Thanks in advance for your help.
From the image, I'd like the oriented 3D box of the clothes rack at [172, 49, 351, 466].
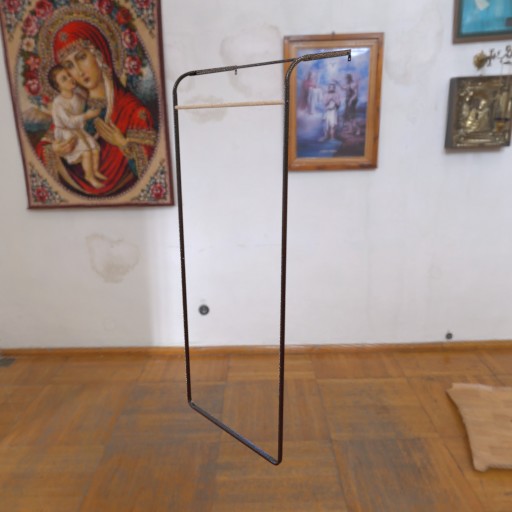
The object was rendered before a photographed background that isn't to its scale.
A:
[{"bbox_3d":[0.000,0.000,1.871,0.609,1.574,0.349,15,22,43],"label":"clothes rack"}]
